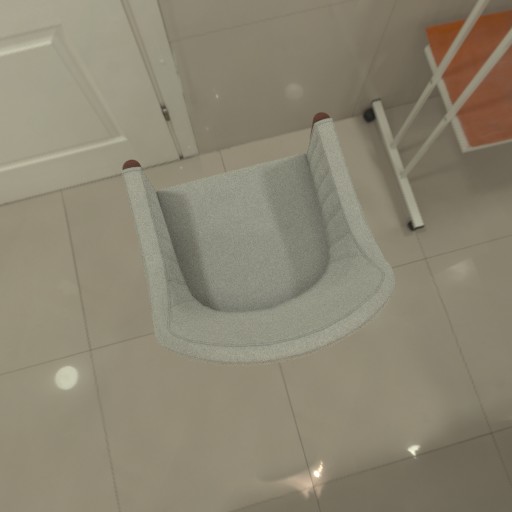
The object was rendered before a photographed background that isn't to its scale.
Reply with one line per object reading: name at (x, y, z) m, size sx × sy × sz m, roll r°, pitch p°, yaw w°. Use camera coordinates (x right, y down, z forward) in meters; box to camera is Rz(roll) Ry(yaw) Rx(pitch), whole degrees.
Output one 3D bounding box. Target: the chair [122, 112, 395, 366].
chair at (0.000, 0.000, 1.301) m, size 0.610 × 0.889 × 0.620 m, roll -15°, pitch 77°, yaw -4°
